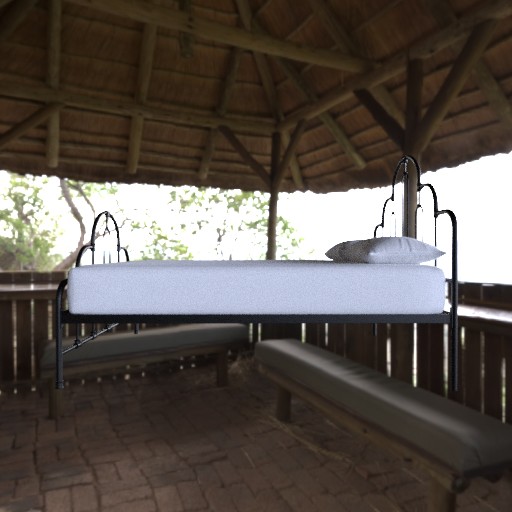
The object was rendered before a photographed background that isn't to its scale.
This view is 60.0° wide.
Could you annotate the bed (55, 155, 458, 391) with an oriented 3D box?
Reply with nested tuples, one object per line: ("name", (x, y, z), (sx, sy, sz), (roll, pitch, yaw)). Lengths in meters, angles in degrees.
("bed", (0.000, 0.000, 3.188), (2.181, 1.444, 1.626), (0, 1, 0))
